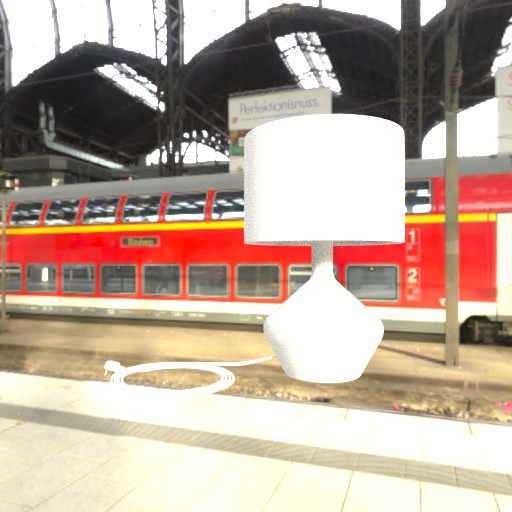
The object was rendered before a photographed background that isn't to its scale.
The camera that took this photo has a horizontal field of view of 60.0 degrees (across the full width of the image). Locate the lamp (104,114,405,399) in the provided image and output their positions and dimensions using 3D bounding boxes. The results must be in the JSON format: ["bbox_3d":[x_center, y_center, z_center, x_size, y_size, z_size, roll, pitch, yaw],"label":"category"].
[{"bbox_3d":[0.000,0.000,0.857,0.546,0.457,0.401,0,0,18],"label":"lamp"}]
